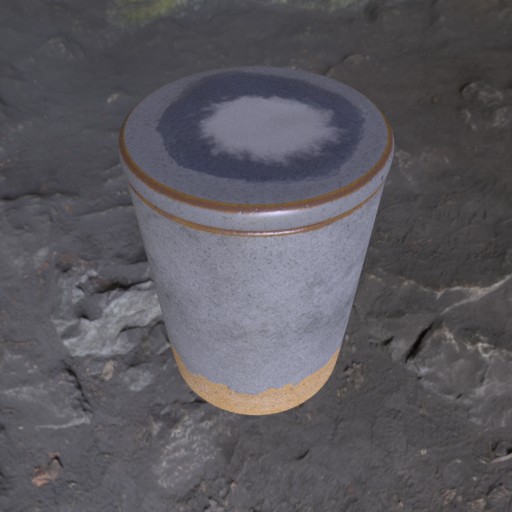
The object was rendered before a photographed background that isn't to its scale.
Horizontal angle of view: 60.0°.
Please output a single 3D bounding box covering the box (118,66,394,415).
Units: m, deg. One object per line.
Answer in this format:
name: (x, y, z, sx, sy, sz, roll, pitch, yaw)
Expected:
box: (0.000, 0.000, 0.250, 0.118, 0.168, 0.118, 0, 46, 0)
